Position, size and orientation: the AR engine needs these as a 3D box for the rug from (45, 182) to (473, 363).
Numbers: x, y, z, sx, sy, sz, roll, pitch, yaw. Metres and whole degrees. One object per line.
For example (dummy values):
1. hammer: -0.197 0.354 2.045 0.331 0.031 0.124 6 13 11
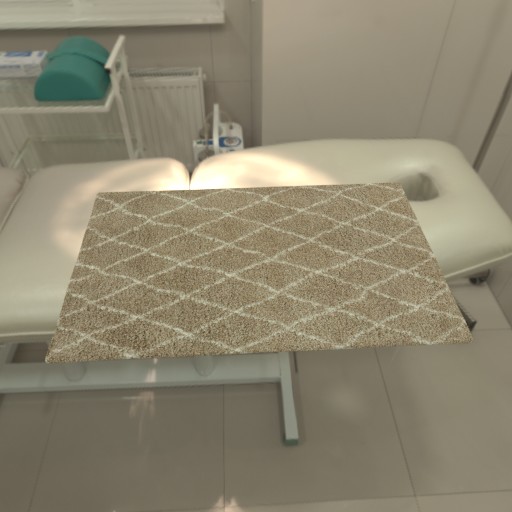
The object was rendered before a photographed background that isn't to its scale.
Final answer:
1. rug: 0.000 0.000 3.038 2.438 0.030 1.524 -2 46 -2
